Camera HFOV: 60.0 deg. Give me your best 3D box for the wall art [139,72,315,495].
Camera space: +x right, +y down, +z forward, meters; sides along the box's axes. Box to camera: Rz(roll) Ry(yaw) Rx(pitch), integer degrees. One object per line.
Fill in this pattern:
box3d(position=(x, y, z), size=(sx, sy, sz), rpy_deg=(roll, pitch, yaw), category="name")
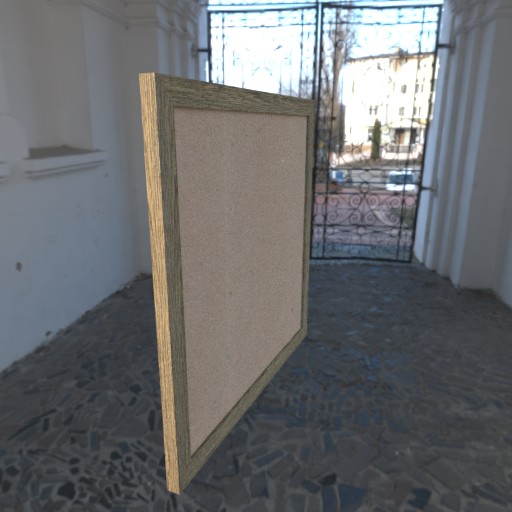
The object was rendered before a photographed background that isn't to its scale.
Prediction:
box3d(position=(0.000, 0.000, 0.727), size=(0.019, 0.508, 0.508), rpy_deg=(7, 18, 24), category="wall art")
